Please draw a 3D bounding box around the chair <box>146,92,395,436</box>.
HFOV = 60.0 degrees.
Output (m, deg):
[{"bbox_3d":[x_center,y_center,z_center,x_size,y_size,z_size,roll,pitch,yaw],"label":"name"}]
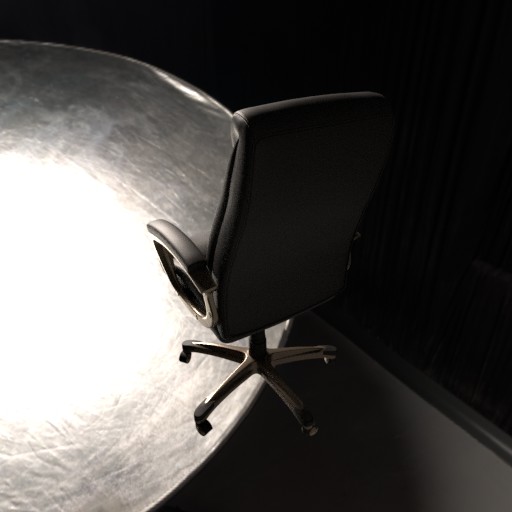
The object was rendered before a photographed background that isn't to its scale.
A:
[{"bbox_3d":[0.000,0.000,1.615,0.694,1.188,0.748,-19,34,-30],"label":"chair"}]
